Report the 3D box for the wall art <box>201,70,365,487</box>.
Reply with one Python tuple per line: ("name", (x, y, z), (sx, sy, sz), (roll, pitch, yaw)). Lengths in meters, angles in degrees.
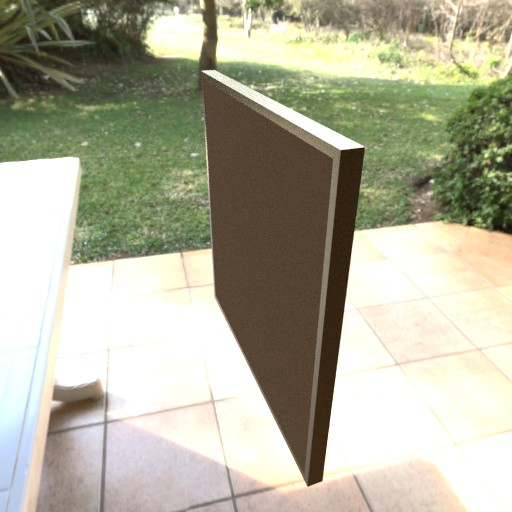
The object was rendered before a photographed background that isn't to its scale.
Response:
("wall art", (0.000, 0.000, 1.104), (0.038, 0.762, 0.762), (-11, 32, -17))
